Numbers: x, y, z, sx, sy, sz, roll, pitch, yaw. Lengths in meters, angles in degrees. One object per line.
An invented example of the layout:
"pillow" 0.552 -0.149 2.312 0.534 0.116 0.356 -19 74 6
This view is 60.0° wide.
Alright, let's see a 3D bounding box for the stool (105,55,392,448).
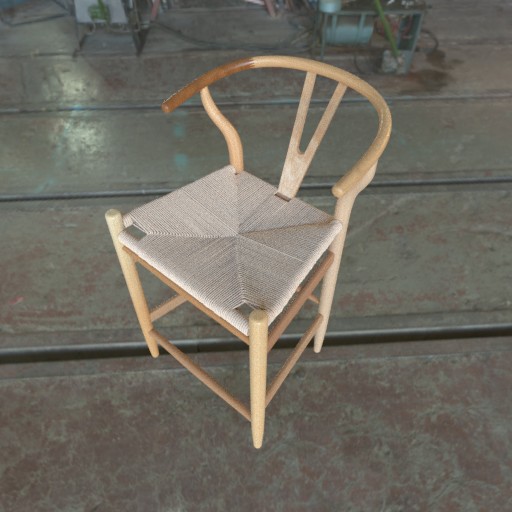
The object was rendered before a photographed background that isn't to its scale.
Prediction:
"stool" 0.000 0.000 1.278 0.536 0.923 0.575 32 54 27
